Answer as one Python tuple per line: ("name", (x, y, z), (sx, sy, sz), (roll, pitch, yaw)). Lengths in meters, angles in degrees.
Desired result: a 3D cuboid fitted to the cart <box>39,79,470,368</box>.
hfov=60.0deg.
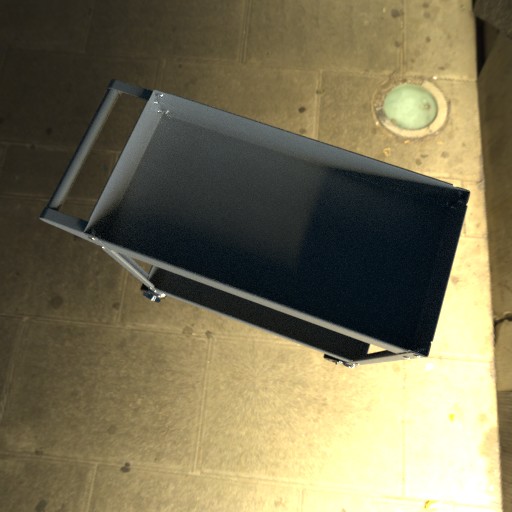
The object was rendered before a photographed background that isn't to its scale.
("cart", (0.000, 0.000, 1.192), (0.779, 0.719, 0.366), (19, 76, 5))
